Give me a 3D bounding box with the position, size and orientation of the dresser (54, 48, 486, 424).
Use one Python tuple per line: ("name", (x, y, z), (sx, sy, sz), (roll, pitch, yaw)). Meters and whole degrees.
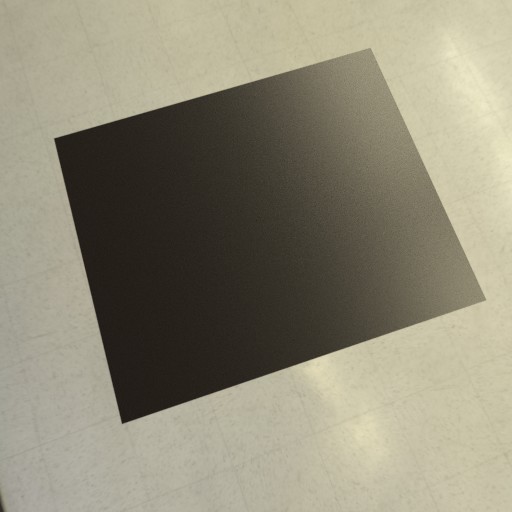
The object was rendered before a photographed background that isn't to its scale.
("dresser", (0.000, 0.000, 0.728), (0.400, 0.470, 0.360), (-18, 76, -4))
